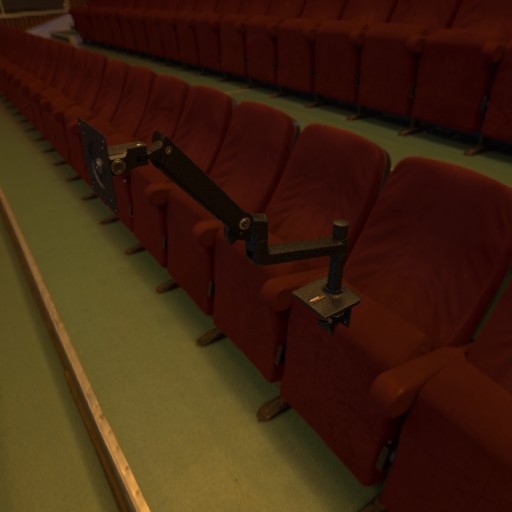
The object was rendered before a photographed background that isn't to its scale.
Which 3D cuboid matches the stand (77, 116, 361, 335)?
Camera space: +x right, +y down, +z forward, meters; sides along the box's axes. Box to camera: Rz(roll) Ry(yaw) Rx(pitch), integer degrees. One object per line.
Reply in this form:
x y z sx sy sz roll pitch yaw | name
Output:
0.000 0.000 1.055 0.650 0.713 0.152 -20 36 -29 | stand
